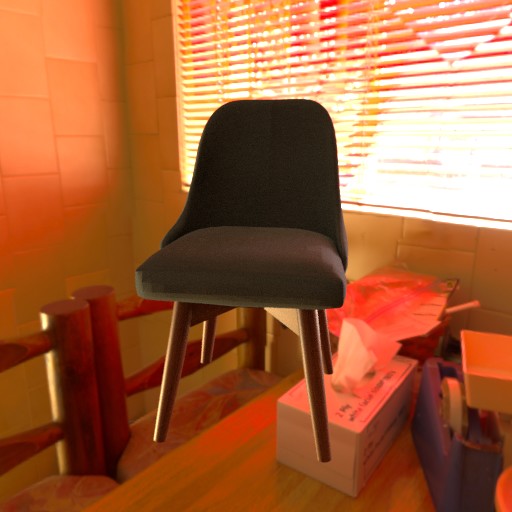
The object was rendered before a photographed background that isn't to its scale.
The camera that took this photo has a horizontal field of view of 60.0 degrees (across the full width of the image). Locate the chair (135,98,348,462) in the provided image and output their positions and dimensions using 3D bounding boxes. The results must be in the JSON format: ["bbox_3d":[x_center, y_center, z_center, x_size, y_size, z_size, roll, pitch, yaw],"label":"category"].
[{"bbox_3d":[0.000,0.000,1.244,0.503,0.882,0.589,3,15,10],"label":"chair"}]
